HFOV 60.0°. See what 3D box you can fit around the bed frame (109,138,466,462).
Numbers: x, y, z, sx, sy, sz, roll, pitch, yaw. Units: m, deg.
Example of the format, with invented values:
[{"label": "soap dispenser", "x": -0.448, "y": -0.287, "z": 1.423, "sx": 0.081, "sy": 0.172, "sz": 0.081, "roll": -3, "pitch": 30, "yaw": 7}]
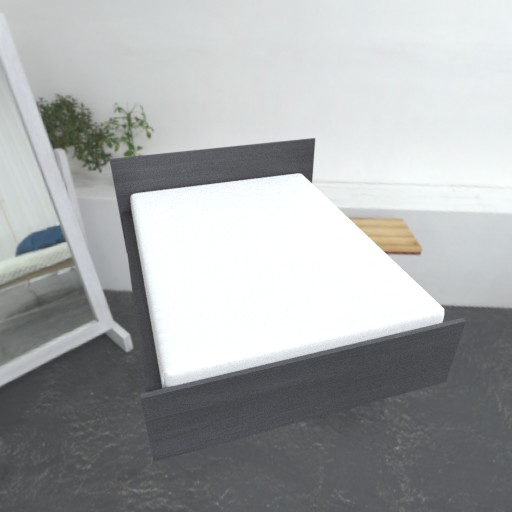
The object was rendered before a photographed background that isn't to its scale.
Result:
[{"label": "bed frame", "x": 0.000, "y": 0.000, "z": 2.861, "sx": 1.622, "sy": 0.800, "sz": 1.960, "roll": -10, "pitch": 34, "yaw": -15}]
